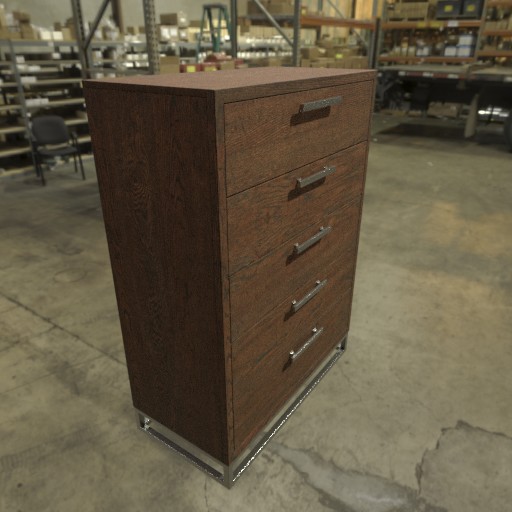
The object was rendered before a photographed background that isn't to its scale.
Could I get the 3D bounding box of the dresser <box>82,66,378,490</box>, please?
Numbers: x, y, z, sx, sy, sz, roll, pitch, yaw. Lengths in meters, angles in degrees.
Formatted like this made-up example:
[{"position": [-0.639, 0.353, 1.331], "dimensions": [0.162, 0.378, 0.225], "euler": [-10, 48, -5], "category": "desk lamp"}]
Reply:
[{"position": [0.000, 0.000, 1.738], "dimensions": [0.508, 1.321, 0.965], "euler": [17, 30, 31], "category": "dresser"}]
